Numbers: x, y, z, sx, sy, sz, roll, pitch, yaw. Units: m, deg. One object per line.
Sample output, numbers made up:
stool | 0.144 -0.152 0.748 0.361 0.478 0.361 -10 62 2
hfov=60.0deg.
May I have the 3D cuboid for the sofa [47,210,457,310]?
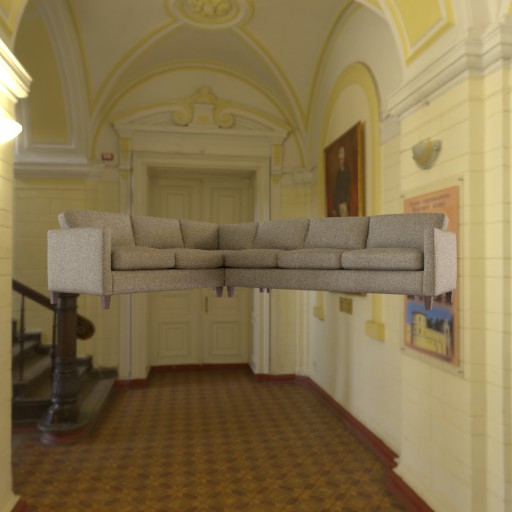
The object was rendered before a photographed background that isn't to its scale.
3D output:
sofa | 0.000 0.000 4.456 3.302 0.947 2.593 0 -1 35
